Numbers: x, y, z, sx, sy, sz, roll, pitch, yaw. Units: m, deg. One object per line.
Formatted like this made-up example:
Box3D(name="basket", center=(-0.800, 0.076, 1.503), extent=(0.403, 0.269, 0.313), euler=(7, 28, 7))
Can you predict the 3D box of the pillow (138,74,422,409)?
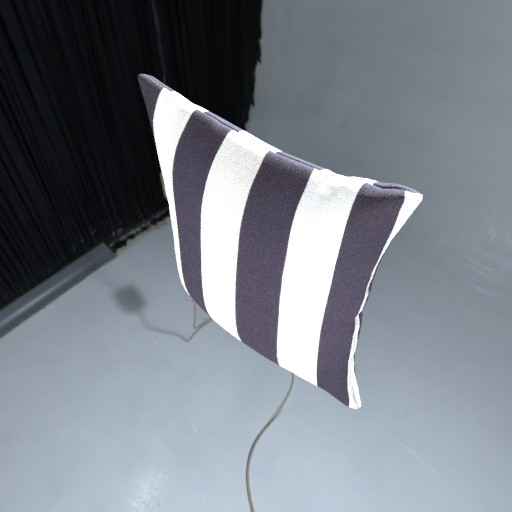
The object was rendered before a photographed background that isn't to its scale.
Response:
Box3D(name="pillow", center=(0.000, 0.000, 0.815), extent=(0.536, 0.526, 0.189), euler=(31, 53, 27))
